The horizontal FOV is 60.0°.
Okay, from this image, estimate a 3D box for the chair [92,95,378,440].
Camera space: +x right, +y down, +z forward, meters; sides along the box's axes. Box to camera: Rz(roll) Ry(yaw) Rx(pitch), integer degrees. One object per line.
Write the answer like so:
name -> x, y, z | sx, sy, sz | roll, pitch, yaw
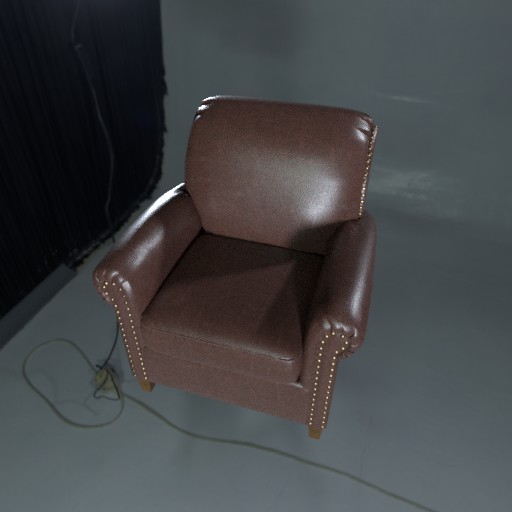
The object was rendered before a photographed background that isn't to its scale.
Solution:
chair -> 0.000, 0.000, 1.648 | 0.854, 0.927, 0.890 | 11, 40, 13
